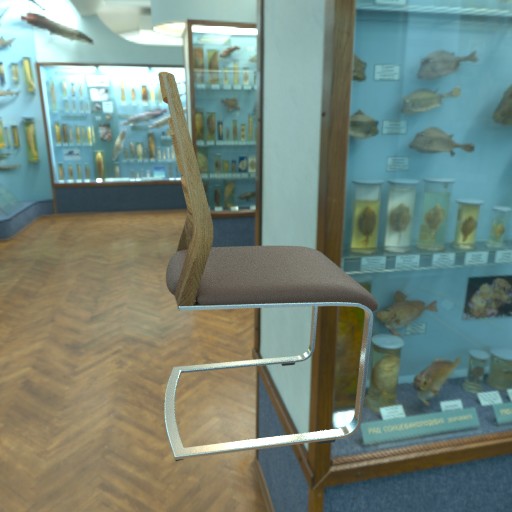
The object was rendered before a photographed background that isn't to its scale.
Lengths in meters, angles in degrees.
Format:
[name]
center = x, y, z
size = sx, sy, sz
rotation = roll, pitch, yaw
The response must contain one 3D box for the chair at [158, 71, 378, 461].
[chair]
center = 0.000, 0.000, 1.279
size = 0.570, 0.970, 0.460
rotation = -3, 16, -10
